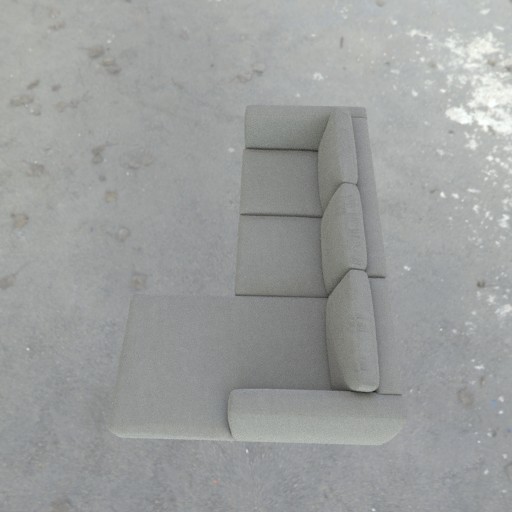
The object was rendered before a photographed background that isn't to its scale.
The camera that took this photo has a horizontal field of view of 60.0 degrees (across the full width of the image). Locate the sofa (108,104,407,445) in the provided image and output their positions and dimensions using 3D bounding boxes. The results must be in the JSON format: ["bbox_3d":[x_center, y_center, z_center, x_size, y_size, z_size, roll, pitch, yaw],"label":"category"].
[{"bbox_3d":[0.000,0.000,2.991,1.580,0.860,2.300,1,60,1],"label":"sofa"}]
